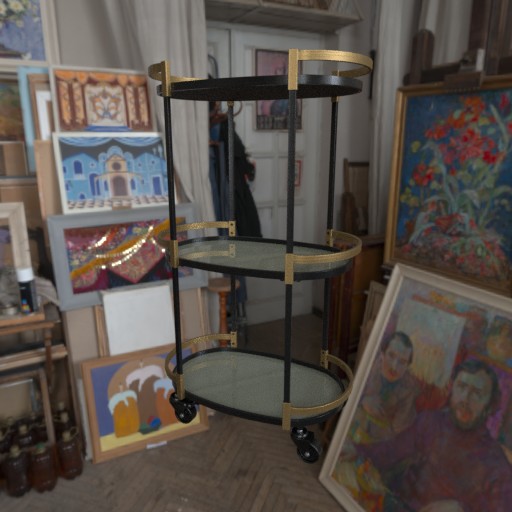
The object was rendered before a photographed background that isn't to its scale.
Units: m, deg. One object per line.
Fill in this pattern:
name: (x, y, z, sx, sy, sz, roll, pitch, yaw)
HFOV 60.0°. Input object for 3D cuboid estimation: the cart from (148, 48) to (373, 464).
cart: (0.000, 0.000, 1.112, 0.515, 0.885, 0.311, 7, 16, 25)
